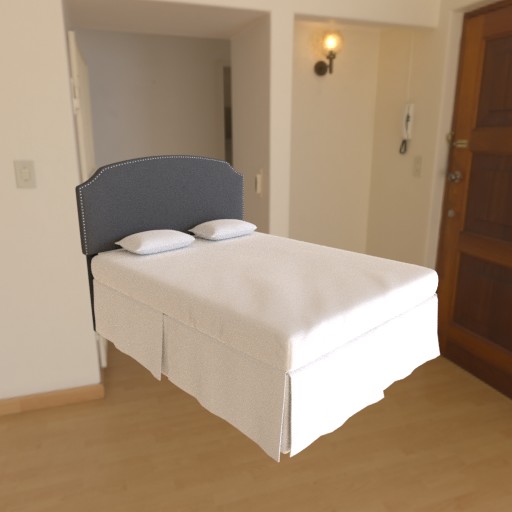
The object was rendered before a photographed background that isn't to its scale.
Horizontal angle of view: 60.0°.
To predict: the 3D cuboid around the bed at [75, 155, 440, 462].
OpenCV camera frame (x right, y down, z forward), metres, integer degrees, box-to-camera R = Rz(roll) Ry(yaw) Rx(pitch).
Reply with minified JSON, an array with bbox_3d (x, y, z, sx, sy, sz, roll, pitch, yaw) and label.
[{"bbox_3d":[0.000,0.000,2.972,1.558,1.270,1.999,-14,20,-43],"label":"bed"}]
